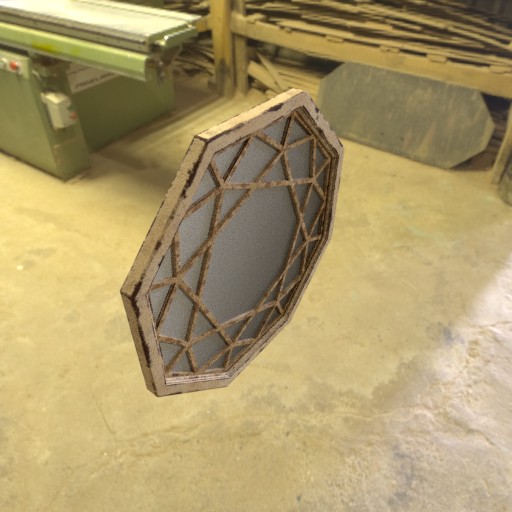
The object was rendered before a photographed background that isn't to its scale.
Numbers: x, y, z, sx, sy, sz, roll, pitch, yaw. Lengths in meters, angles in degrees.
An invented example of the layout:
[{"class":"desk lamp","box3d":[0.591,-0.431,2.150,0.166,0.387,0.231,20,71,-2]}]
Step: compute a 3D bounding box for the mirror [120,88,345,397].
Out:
[{"class":"mirror","box3d":[0.000,0.000,0.966,0.031,0.648,0.648,27,47,28]}]
